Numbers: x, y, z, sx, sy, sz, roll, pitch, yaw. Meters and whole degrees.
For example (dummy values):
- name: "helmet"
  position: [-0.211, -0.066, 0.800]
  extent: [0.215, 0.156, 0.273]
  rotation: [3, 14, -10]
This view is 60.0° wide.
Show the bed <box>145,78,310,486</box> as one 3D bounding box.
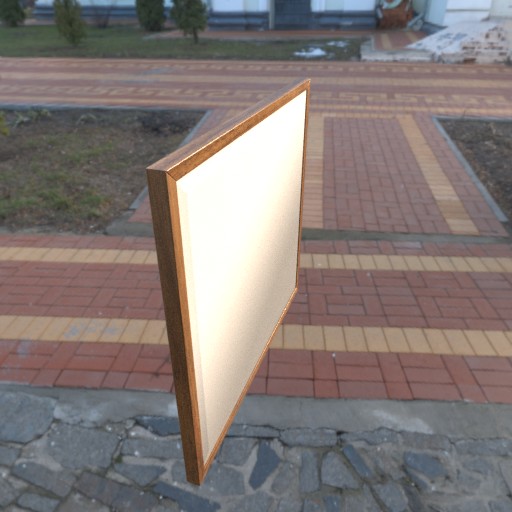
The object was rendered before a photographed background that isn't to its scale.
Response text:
- name: "bed"
  position: [0.000, 0.000, 1.449]
  extent: [0.043, 0.940, 1.041]
  rotation: [11, 32, 17]
